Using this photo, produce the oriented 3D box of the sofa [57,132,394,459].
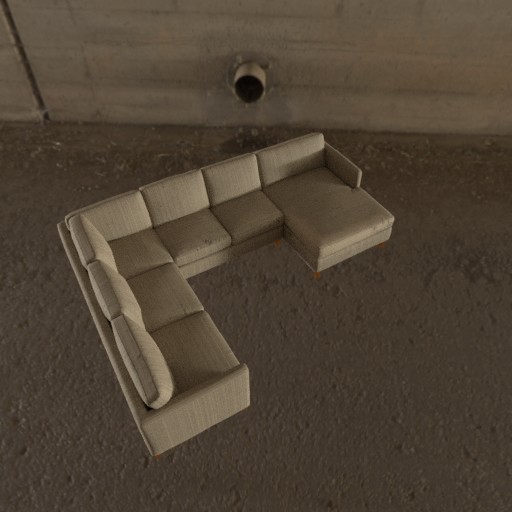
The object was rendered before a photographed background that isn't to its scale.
[{"bbox_3d":[0.000,0.000,4.726,3.460,0.961,2.594,-23,50,-20],"label":"sofa"}]
